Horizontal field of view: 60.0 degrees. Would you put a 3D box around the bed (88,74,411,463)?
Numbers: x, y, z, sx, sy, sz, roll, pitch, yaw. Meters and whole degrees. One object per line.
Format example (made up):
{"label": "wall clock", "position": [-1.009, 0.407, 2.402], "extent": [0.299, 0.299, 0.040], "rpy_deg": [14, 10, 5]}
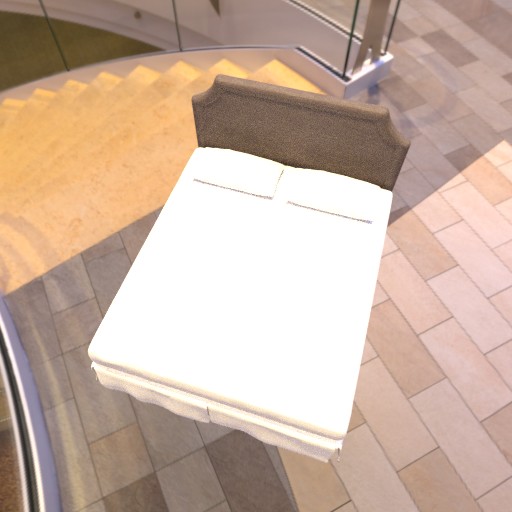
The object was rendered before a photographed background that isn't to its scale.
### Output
{"label": "bed", "position": [0.000, 0.000, 4.050], "extent": [2.350, 1.590, 2.773], "rpy_deg": [15, 59, 9]}
